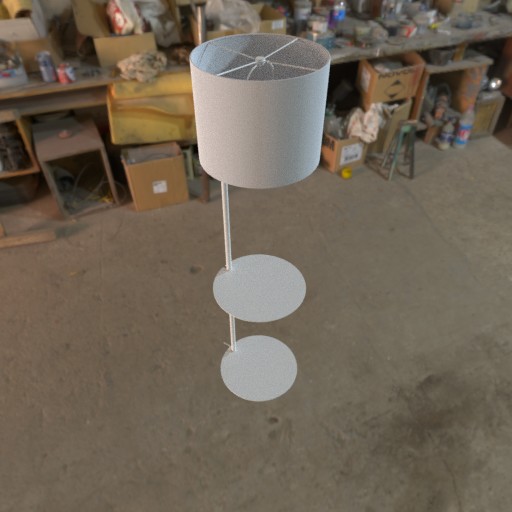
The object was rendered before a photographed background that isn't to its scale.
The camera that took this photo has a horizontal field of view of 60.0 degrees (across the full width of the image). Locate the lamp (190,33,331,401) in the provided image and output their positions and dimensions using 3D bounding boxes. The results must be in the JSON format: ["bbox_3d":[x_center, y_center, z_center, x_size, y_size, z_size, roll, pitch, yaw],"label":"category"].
[{"bbox_3d":[0.000,0.000,1.676,0.405,1.465,0.372,27,49,26],"label":"lamp"}]
